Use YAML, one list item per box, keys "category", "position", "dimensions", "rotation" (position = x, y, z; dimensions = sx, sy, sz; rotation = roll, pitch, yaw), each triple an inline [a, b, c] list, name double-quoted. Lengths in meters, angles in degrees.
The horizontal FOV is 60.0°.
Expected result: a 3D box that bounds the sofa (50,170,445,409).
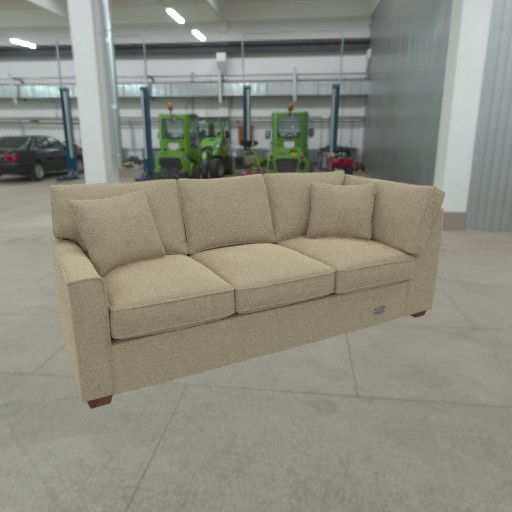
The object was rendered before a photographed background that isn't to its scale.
- category: "sofa"
  position: [0.000, 0.000, 2.824]
  dimensions: [2.317, 0.962, 1.061]
  rotation: [-8, 18, -27]
